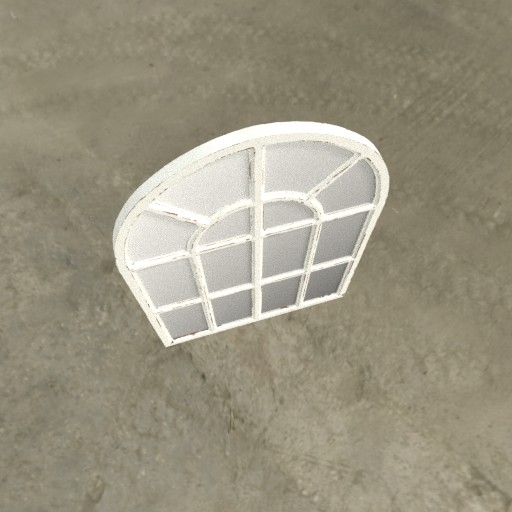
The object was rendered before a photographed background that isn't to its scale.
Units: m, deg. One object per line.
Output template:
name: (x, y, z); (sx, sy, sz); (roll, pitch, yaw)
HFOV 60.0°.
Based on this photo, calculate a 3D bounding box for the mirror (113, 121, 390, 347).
mirror: (0.000, 0.000, 1.176); (0.660, 0.920, 0.032); (-15, 63, -8)
